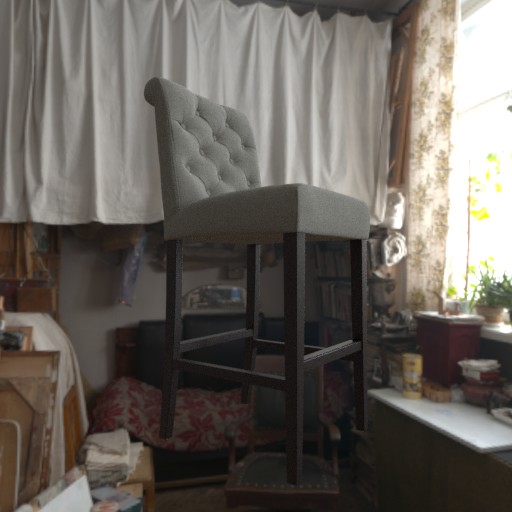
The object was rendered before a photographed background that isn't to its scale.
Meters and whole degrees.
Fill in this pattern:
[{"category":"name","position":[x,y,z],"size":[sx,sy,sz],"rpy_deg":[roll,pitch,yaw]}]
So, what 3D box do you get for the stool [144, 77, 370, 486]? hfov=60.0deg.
[{"category":"stool","position":[0.000,0.000,1.438],"size":[0.601,1.140,0.493],"rpy_deg":[-1,-1,36]}]
